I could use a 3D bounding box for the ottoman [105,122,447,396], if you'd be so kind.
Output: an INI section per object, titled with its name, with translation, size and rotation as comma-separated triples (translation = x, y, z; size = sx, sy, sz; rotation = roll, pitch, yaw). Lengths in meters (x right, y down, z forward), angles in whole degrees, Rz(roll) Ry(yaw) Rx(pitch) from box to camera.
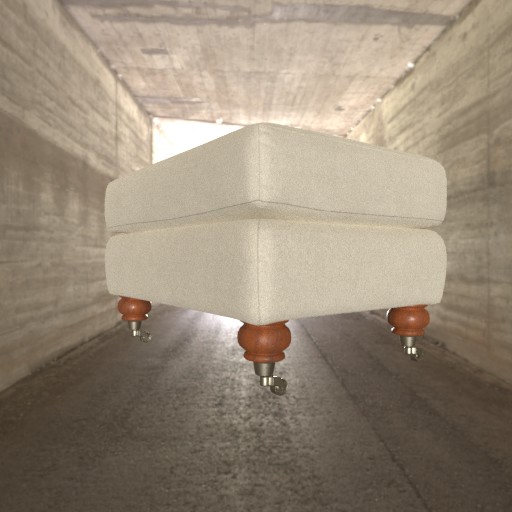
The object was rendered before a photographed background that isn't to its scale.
[ottoman]
translation = 0.000, 0.000, 1.150
size = 0.569, 0.499, 0.773
rotation = 0, 0, -37
